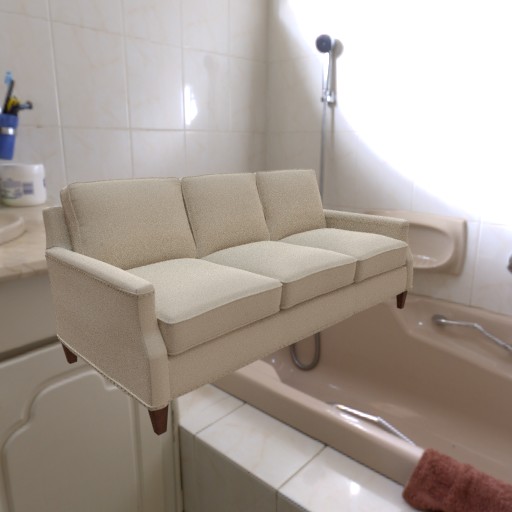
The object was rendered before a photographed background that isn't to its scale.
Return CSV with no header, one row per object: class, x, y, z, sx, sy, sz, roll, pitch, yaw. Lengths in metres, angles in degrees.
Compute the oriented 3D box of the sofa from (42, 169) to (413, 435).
sofa,0.000,0.000,2.804,2.246,1.003,1.084,-14,19,-43
